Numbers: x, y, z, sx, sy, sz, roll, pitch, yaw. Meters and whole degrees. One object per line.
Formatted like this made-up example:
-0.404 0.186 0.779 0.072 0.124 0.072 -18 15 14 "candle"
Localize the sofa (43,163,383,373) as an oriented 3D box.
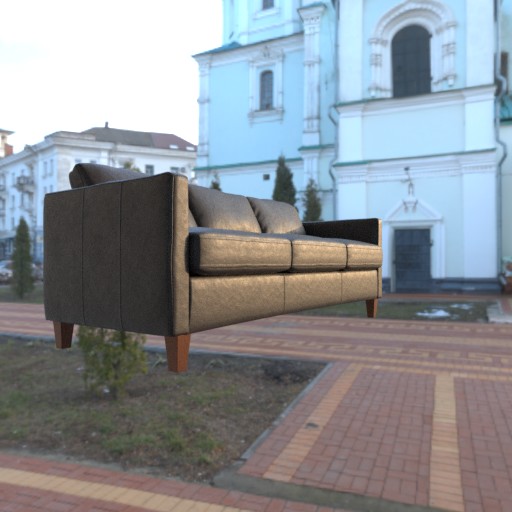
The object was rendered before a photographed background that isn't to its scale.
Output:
0.000 0.000 3.030 1.045 1.006 2.464 -1 -1 36 "sofa"
